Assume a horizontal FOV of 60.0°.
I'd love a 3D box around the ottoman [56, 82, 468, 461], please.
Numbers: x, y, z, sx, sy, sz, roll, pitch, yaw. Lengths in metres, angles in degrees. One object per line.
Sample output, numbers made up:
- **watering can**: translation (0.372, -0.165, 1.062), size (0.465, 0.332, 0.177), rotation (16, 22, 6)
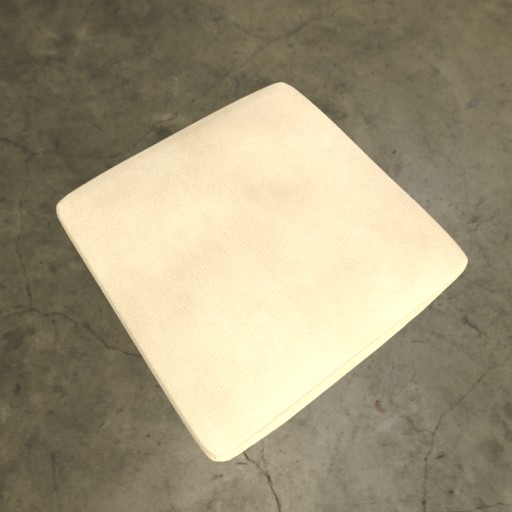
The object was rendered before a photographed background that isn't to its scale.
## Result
- **ottoman**: translation (0.000, 0.000, 1.346), size (0.843, 0.441, 0.842), rotation (-33, 69, -15)
